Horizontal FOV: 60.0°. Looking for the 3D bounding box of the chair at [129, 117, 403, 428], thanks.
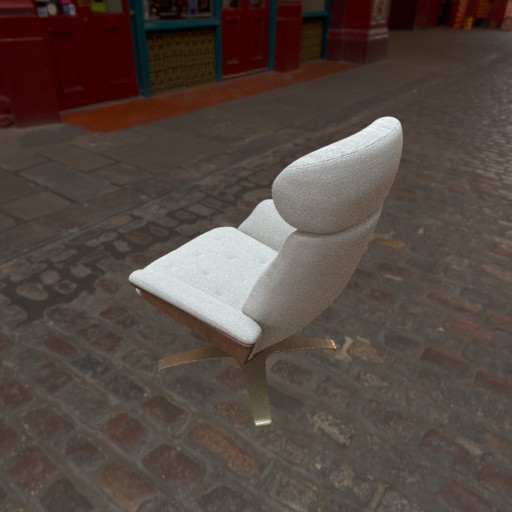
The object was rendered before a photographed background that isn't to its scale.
[{"bbox_3d":[0.000,0.000,1.555,0.837,0.995,0.785,21,37,31],"label":"chair"}]
